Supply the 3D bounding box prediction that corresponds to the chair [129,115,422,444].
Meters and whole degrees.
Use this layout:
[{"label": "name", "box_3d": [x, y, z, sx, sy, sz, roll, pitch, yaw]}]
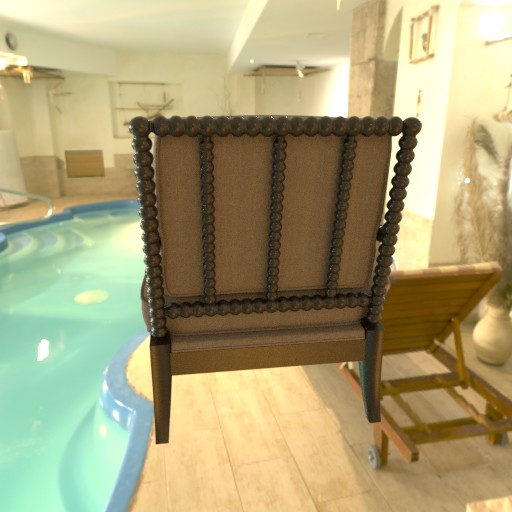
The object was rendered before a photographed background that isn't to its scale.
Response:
[{"label": "chair", "box_3d": [0.000, 0.000, 1.105, 0.540, 0.661, 0.622, -2, 17, -8]}]
